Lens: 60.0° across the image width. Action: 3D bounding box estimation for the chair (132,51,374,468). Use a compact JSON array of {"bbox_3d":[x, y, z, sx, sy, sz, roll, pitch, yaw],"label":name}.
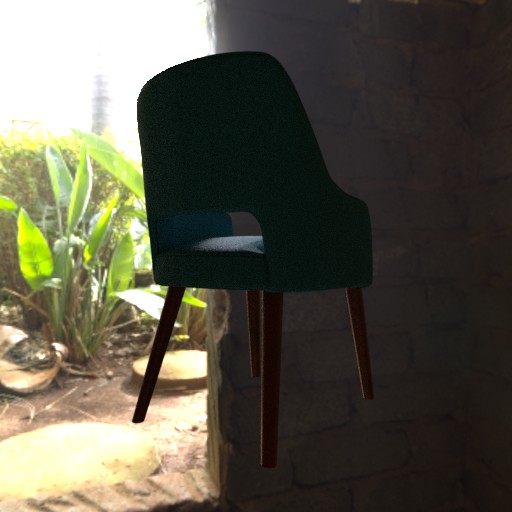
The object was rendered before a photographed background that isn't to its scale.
[{"bbox_3d":[0.000,0.000,1.211,0.548,0.849,0.605,0,0,36],"label":"chair"}]
